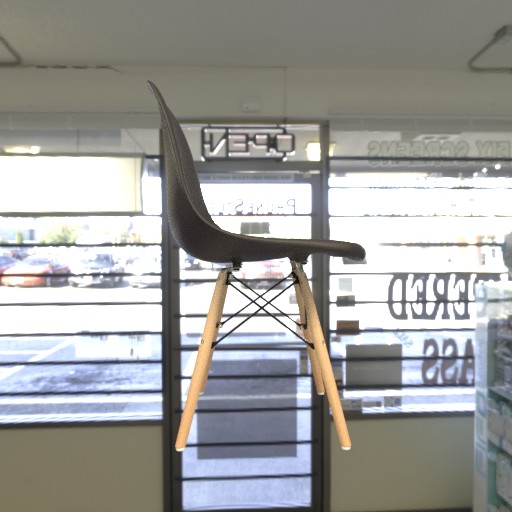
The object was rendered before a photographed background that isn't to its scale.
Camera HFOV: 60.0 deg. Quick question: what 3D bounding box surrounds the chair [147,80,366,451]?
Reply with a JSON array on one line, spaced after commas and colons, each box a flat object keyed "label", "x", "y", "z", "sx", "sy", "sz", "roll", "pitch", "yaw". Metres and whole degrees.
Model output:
[{"label": "chair", "x": 0.000, "y": 0.000, "z": 1.126, "sx": 0.533, "sy": 0.825, "sz": 0.470, "roll": 0, "pitch": 1, "yaw": 0}]
